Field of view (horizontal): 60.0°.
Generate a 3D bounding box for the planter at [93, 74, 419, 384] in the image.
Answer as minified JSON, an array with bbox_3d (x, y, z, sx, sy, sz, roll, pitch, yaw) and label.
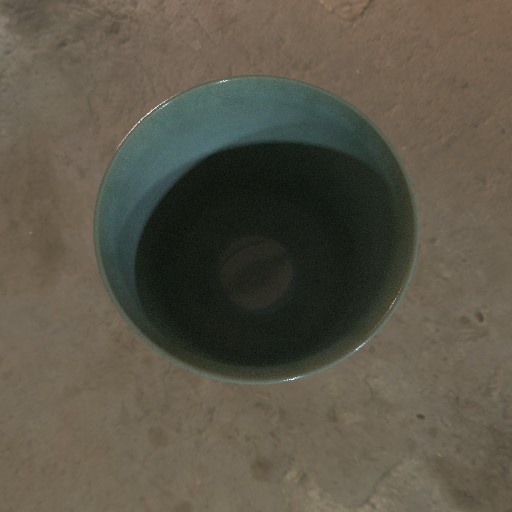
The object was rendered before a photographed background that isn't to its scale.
[{"bbox_3d":[0.000,0.000,0.491,0.266,0.270,0.266,0,76,0],"label":"planter"}]
